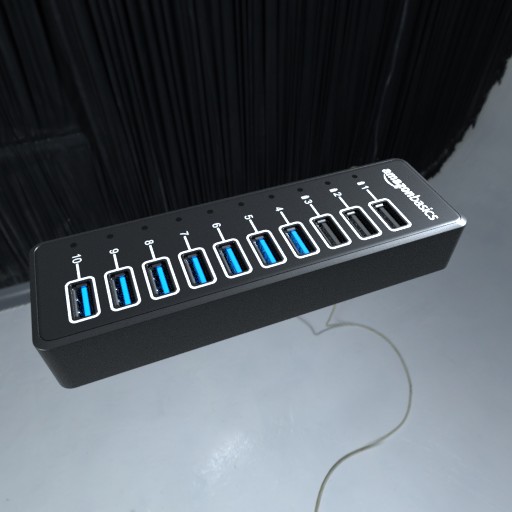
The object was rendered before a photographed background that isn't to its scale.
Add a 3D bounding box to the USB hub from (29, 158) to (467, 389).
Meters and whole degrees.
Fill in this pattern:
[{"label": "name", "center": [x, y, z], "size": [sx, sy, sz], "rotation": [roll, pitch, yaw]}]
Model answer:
[{"label": "USB hub", "center": [0.000, 0.000, 0.158], "size": [0.145, 0.023, 0.044], "rotation": [-16, 48, -14]}]
